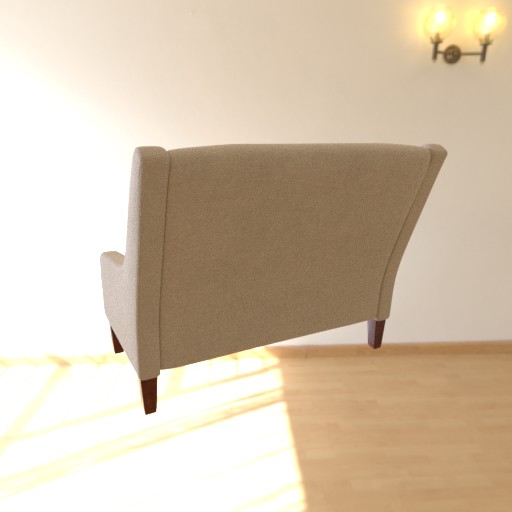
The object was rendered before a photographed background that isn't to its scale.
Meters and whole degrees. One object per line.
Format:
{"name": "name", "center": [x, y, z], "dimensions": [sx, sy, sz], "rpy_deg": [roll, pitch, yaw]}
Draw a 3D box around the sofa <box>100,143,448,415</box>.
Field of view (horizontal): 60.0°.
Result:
{"name": "sofa", "center": [0.000, 0.000, 1.965], "dimensions": [1.212, 0.976, 0.946], "rpy_deg": [-8, 17, -27]}
